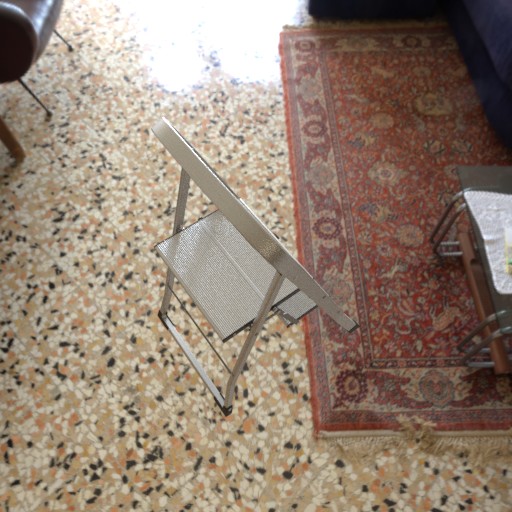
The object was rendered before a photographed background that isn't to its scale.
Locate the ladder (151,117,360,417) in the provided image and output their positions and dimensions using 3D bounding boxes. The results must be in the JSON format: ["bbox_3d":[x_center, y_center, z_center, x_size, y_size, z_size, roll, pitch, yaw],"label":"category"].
[{"bbox_3d":[0.000,0.000,1.152,0.530,0.830,0.465,-32,64,-18],"label":"ladder"}]
